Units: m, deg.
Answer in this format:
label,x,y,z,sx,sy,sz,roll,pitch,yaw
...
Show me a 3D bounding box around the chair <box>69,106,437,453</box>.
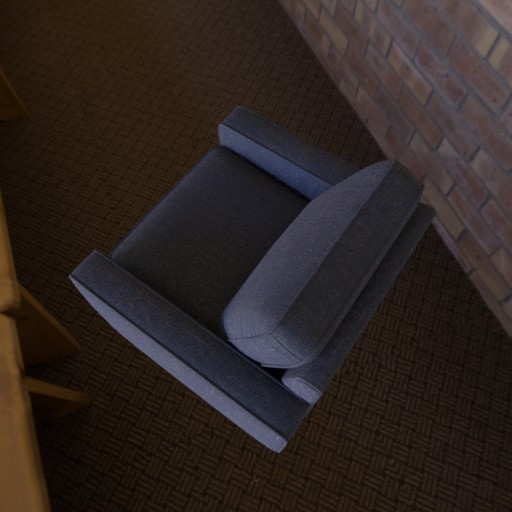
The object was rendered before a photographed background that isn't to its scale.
label,x,y,z,sx,sy,sz,roll,pitch,yaw
chair,0.000,0.000,1.689,0.940,0.919,1.017,33,68,15
